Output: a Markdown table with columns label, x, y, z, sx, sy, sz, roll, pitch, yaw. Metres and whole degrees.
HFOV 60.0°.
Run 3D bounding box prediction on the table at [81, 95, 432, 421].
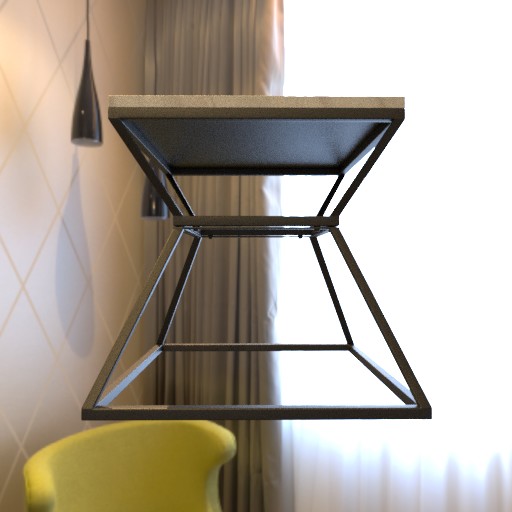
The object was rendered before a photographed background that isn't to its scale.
| label | x | y | z | sx | sy | sz | roll | pitch | yaw |
| --- | --- | --- | --- | --- | --- | --- | --- | --- | --- |
| table | 0.000 | 0.000 | 0.802 | 0.455 | 0.431 | 0.455 | 0 | -1 | 0 |
